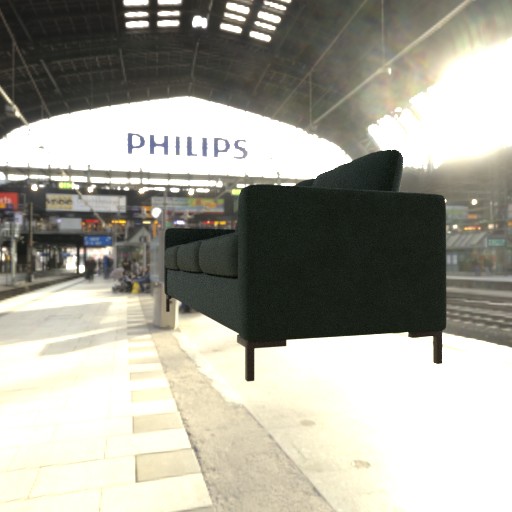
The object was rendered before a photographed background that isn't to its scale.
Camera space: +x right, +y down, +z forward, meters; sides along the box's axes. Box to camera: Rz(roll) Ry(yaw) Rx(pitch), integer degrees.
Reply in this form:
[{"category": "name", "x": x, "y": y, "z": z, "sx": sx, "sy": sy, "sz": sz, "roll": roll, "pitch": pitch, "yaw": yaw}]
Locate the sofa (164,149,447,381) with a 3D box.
[{"category": "sofa", "x": 0.000, "y": 0.000, "z": 2.651, "sx": 0.859, "sy": 0.870, "sz": 2.218, "roll": 0, "pitch": -1, "yaw": -19}]
